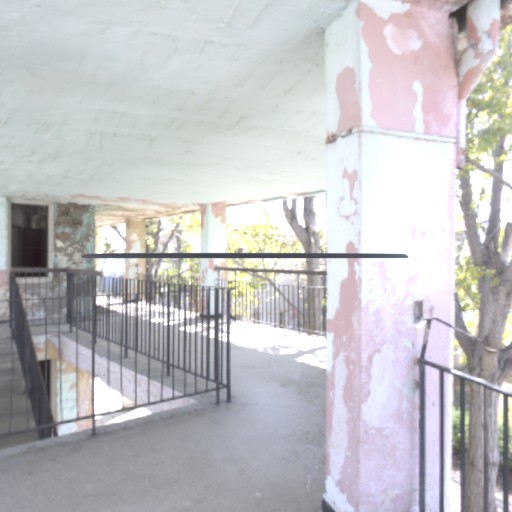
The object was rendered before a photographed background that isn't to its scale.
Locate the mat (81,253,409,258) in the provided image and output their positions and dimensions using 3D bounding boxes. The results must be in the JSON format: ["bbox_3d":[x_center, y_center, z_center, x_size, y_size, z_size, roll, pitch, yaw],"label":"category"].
[{"bbox_3d":[0.000,0.000,1.626,1.220,0.016,0.917,0,0,-18],"label":"mat"}]
